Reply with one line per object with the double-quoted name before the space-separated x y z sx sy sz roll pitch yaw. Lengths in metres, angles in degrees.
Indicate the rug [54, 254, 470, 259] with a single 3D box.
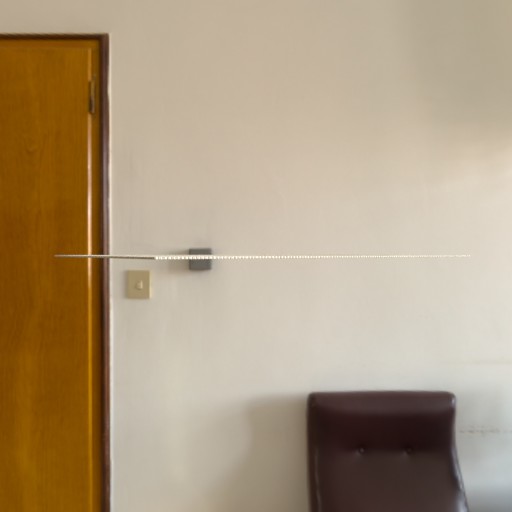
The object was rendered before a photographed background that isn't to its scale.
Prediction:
"rug" 0.000 0.000 4.134 3.048 0.013 2.438 0 0 -35
